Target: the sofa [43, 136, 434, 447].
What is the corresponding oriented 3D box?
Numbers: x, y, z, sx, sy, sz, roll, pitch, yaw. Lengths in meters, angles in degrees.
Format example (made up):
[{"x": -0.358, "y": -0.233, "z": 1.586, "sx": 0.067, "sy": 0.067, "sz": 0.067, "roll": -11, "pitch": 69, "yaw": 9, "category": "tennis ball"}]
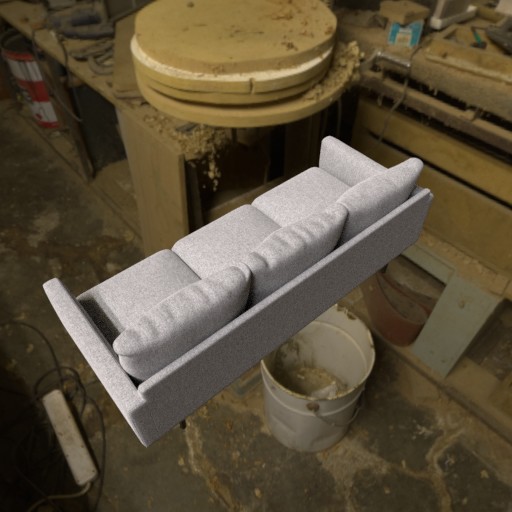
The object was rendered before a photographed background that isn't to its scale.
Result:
[{"x": 0.000, "y": 0.000, "z": 2.451, "sx": 2.000, "sy": 0.830, "sz": 0.850, "roll": -32, "pitch": 55, "yaw": -26, "category": "sofa"}]
